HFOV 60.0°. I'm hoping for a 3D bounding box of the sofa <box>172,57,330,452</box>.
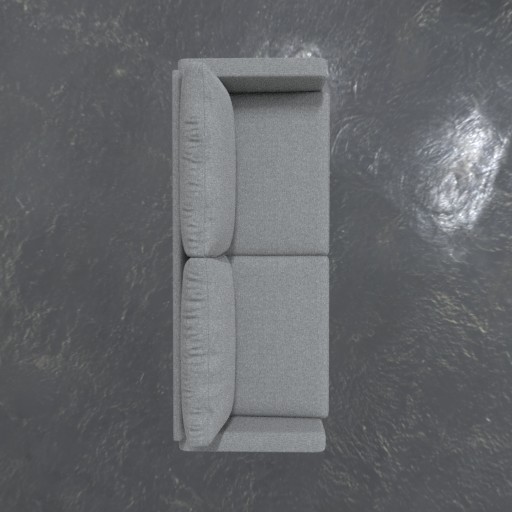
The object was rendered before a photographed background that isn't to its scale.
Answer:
[{"bbox_3d":[0.000,0.000,2.652,0.880,0.880,2.200,0,91,1],"label":"sofa"}]
